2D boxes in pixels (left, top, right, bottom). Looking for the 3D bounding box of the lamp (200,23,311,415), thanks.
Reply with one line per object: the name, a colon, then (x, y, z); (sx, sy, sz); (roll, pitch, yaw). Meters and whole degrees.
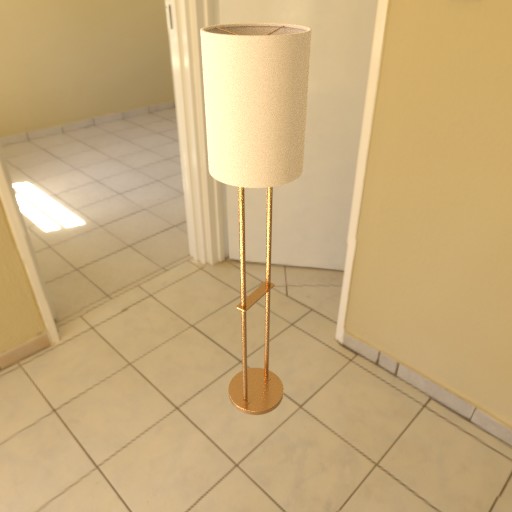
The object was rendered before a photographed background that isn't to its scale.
lamp: (0.000, 0.000, 1.634); (0.305, 1.500, 0.306); (21, 39, 29)
